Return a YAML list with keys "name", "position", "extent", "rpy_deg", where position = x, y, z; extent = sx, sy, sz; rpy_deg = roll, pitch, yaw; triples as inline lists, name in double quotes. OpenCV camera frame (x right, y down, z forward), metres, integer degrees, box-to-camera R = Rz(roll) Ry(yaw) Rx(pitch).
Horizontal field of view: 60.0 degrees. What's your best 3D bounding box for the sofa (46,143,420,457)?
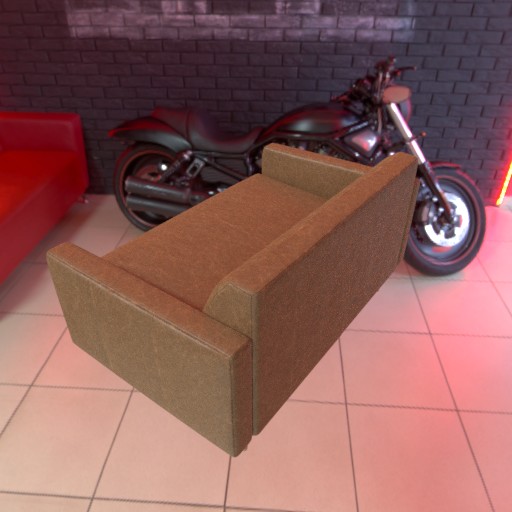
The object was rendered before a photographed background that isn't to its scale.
- name: "sofa"
  position: [0.000, 0.000, 2.102]
  extent: [0.960, 0.820, 1.549]
  rpy_deg: [22, 40, 30]
